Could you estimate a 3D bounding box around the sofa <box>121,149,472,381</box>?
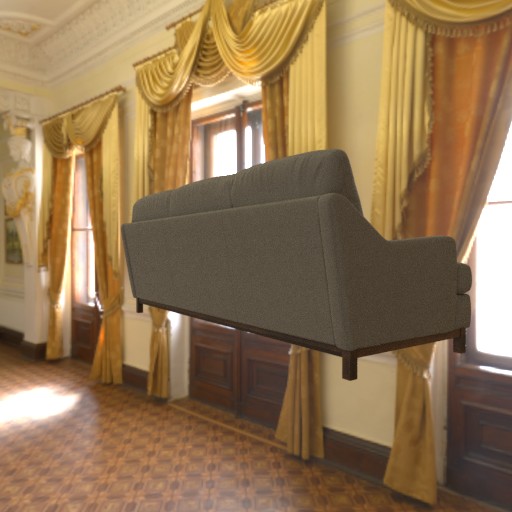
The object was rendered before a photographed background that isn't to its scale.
[{"bbox_3d":[0.000,0.000,2.830,0.987,0.926,2.344,-1,1,-35],"label":"sofa"}]
